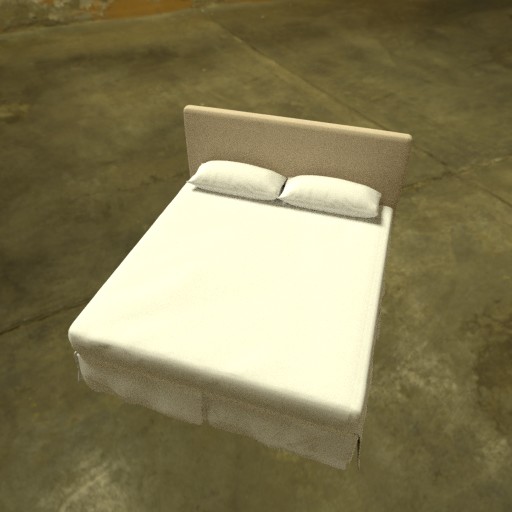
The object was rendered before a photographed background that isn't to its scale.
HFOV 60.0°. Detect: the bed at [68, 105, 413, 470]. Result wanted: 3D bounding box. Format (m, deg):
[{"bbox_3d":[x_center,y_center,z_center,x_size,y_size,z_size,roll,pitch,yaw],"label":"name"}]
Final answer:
[{"bbox_3d":[0.000,0.000,3.481,2.119,1.317,2.319,12,43,13],"label":"bed"}]
